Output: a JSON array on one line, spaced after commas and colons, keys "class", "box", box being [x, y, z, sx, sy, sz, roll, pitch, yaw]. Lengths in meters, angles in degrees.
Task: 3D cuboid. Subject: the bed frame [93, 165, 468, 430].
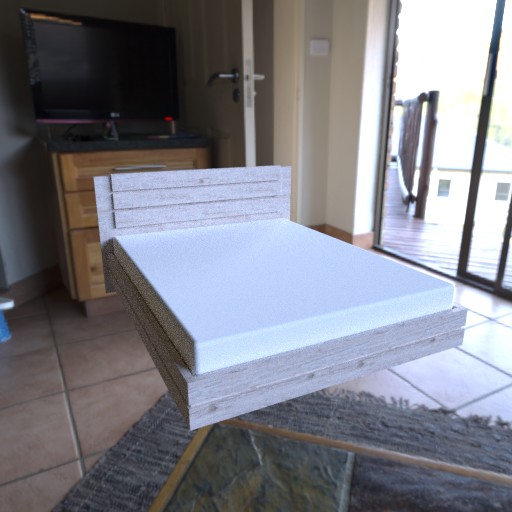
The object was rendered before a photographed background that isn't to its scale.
[{"class": "bed frame", "box": [0.000, 0.000, 3.022, 1.750, 0.970, 2.080, -8, 19, -25]}]
